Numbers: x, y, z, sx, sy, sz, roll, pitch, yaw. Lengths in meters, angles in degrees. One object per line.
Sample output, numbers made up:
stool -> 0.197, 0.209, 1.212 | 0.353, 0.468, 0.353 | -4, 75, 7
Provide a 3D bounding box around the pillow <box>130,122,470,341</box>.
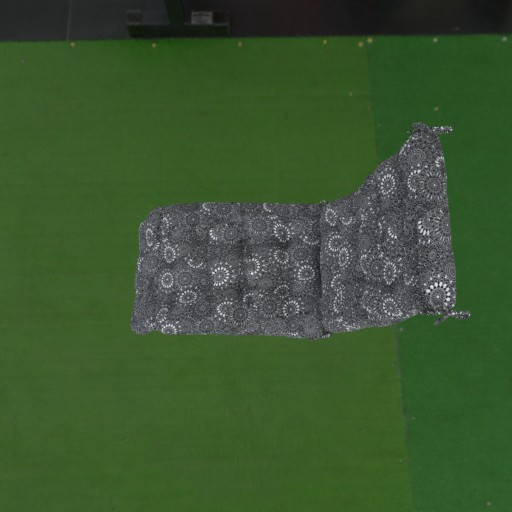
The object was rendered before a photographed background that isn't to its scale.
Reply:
pillow -> 0.000, 0.000, 1.483 | 1.016, 0.863, 0.526 | 1, 75, 0
